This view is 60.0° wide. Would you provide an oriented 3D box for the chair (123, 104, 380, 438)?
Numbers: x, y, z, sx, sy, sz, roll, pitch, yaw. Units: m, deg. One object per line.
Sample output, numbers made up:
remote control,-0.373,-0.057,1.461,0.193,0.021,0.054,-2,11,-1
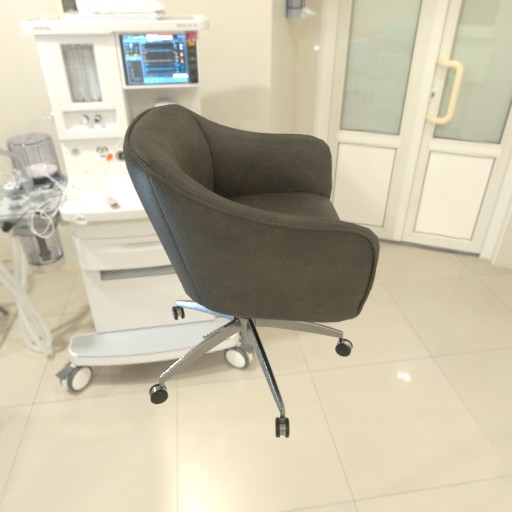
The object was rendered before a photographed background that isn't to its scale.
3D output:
chair,0.000,0.000,1.364,0.689,0.827,0.713,-1,32,-2
